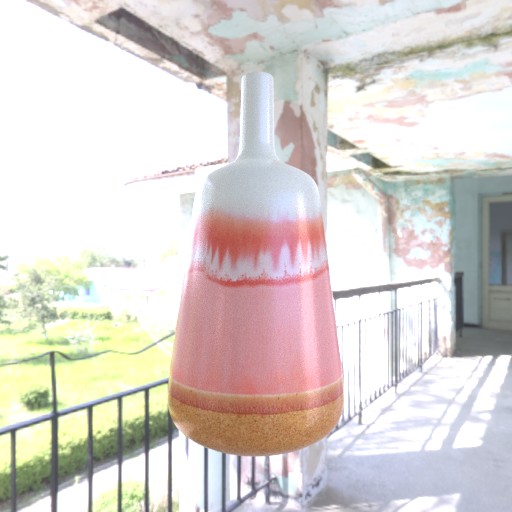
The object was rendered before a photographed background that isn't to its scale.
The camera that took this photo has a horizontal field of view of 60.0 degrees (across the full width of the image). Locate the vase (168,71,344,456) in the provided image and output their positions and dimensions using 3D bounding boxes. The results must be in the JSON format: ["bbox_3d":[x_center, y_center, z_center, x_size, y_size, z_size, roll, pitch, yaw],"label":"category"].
[{"bbox_3d":[0.000,0.000,0.370,0.144,0.296,0.144,0,0,0],"label":"vase"}]
